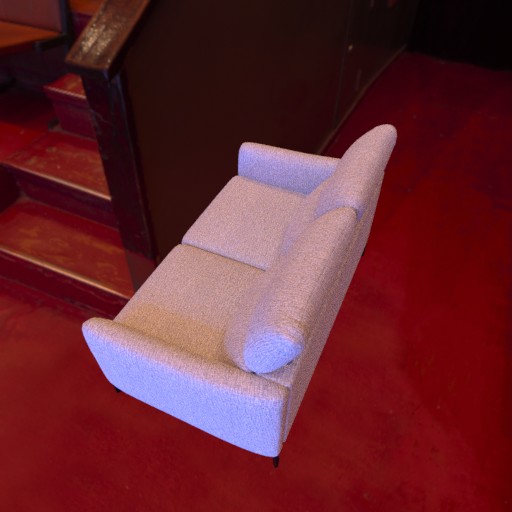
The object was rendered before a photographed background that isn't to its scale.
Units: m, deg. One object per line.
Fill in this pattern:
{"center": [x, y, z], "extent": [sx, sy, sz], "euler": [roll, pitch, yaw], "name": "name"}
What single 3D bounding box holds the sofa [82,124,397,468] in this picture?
{"center": [0.000, 0.000, 2.142], "extent": [0.905, 0.950, 1.540], "euler": [18, 49, 17], "name": "sofa"}
